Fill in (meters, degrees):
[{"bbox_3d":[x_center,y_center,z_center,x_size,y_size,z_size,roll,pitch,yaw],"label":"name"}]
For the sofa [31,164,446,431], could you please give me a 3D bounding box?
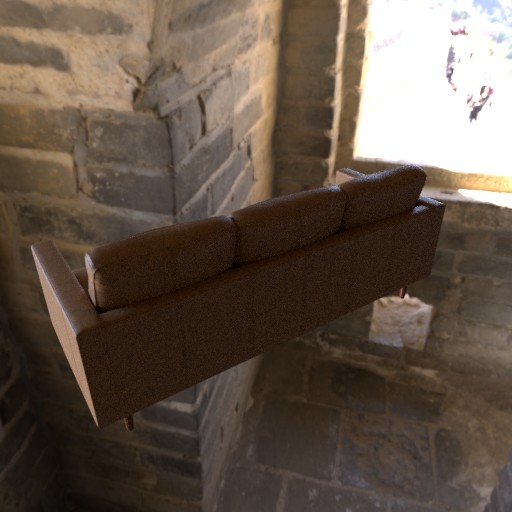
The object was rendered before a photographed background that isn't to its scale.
[{"bbox_3d":[0.000,0.000,2.617,2.231,0.930,0.903,-18,34,-29],"label":"sofa"}]
